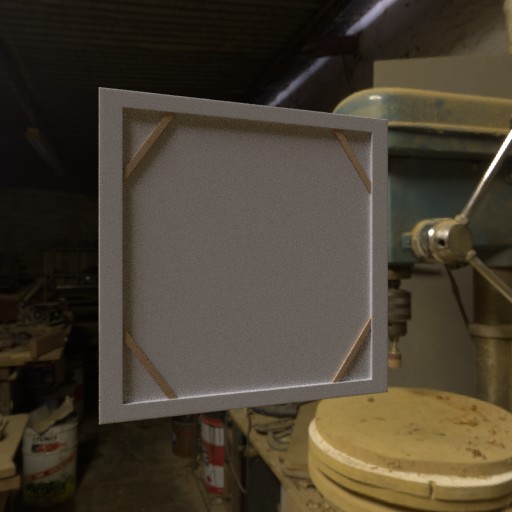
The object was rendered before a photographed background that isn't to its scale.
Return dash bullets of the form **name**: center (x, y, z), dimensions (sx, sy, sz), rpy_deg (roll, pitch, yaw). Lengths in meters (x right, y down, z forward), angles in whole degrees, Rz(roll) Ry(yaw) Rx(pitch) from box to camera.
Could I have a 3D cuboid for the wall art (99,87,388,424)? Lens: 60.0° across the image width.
- **wall art**: center (0.000, 0.000, 0.914), dimensions (0.610, 0.610, 0.038), rpy_deg (0, 0, -18)
